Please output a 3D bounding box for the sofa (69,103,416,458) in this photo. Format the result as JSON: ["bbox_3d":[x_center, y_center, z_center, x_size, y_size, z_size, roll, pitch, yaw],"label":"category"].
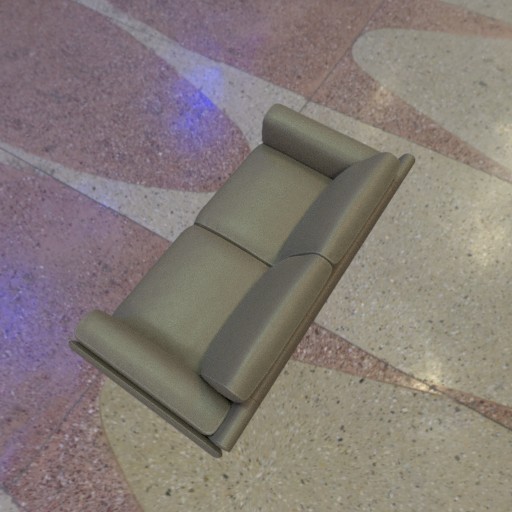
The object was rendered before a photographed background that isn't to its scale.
[{"bbox_3d":[0.000,0.000,2.717,1.049,0.930,2.101,31,67,15],"label":"sofa"}]
